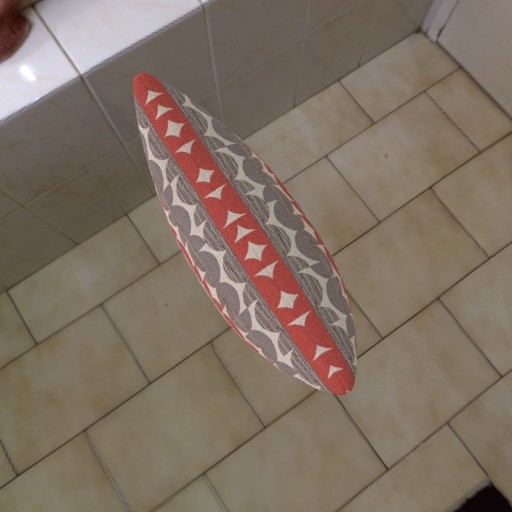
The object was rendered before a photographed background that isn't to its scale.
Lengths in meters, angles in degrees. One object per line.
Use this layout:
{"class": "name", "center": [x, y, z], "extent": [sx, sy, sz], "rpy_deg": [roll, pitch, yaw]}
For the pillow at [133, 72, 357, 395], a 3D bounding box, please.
{"class": "pillow", "center": [0.000, 0.000, 0.655], "extent": [0.180, 0.410, 0.420], "rpy_deg": [-32, 78, -8]}
